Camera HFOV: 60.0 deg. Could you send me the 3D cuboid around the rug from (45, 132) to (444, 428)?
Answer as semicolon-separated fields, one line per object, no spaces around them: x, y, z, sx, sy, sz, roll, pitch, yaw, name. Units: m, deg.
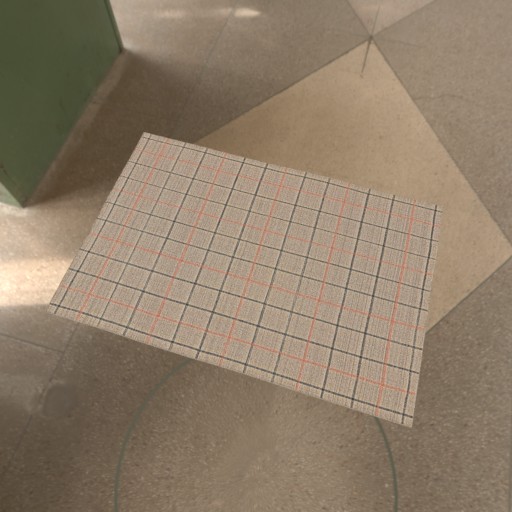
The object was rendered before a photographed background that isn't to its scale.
0.000;0.000;2.350;1.829;0.013;1.220;16;65;8;rug
